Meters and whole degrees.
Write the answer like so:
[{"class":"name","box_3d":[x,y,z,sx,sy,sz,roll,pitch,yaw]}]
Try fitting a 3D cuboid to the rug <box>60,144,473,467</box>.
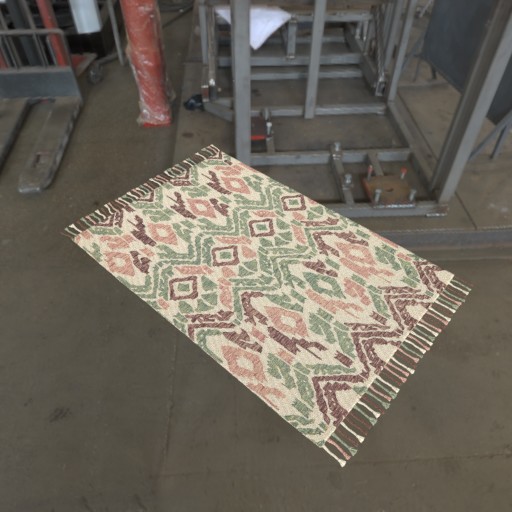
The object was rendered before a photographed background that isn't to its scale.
[{"class":"rug","box_3d":[0.000,0.000,3.003,2.438,0.011,1.524,33,55,27]}]
